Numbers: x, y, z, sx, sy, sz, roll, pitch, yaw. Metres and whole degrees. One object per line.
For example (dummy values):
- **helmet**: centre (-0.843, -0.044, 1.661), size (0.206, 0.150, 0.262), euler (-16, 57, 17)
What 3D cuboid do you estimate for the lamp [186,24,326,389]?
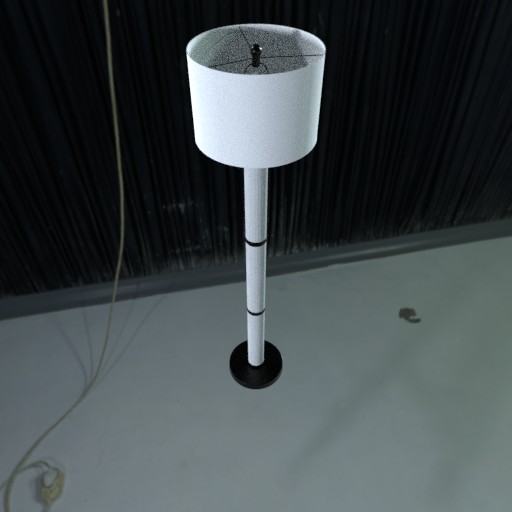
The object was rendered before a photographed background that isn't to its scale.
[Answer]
- **lamp**: centre (0.000, 0.000, 1.753), size (0.377, 1.599, 0.377), euler (-11, 46, -11)
